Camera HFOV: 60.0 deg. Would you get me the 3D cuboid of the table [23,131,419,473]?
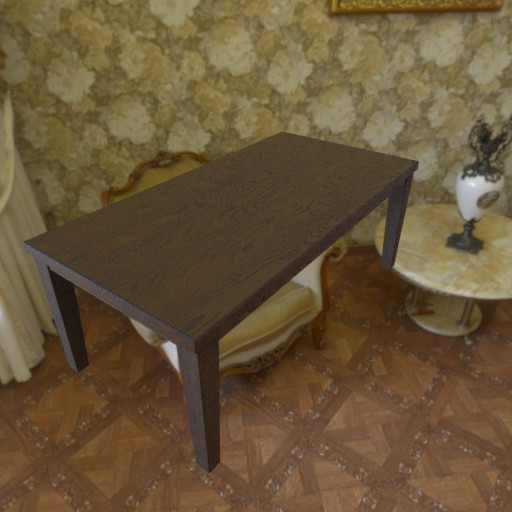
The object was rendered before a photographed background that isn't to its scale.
[{"bbox_3d":[0.000,0.000,2.512,1.016,0.762,1.981,22,39,31],"label":"table"}]
